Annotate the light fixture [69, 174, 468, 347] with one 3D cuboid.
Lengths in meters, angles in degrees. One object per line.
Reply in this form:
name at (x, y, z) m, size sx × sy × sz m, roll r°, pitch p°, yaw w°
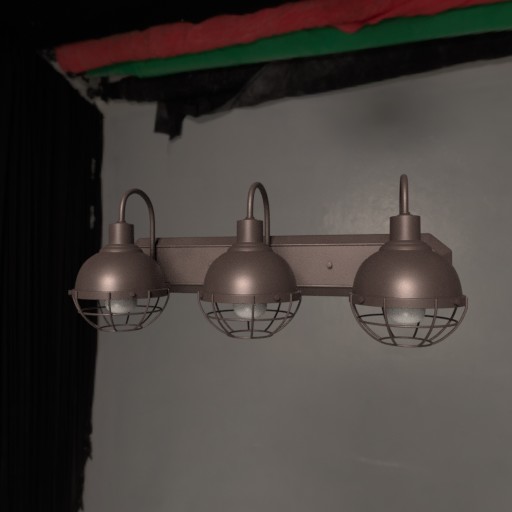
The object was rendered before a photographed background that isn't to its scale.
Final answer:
light fixture at (0.000, 0.000, 0.745) m, size 0.634 × 0.254 × 0.229 m, roll 0°, pitch -1°, yaw 16°
